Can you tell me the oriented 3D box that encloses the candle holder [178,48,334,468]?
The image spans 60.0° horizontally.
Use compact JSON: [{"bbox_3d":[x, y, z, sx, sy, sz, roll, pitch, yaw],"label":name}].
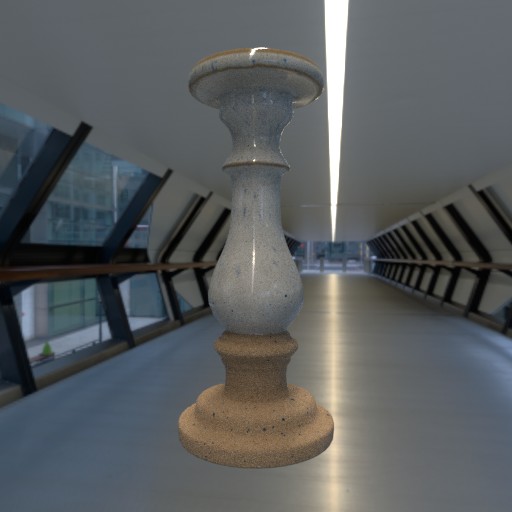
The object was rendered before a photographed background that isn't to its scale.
[{"bbox_3d":[0.000,0.000,0.252,0.088,0.203,0.088,0,1,0],"label":"candle holder"}]
